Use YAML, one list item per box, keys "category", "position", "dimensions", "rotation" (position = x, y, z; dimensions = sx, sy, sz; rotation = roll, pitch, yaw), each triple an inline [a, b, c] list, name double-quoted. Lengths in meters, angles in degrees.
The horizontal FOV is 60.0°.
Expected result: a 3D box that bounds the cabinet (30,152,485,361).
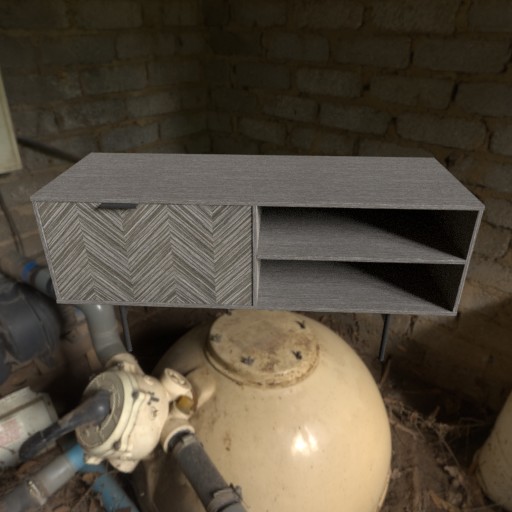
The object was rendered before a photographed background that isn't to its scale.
- category: "cabinet"
  position: [0.000, 0.000, 1.604]
  dimensions: [1.300, 0.599, 0.500]
  rotation: [1, 29, 3]
